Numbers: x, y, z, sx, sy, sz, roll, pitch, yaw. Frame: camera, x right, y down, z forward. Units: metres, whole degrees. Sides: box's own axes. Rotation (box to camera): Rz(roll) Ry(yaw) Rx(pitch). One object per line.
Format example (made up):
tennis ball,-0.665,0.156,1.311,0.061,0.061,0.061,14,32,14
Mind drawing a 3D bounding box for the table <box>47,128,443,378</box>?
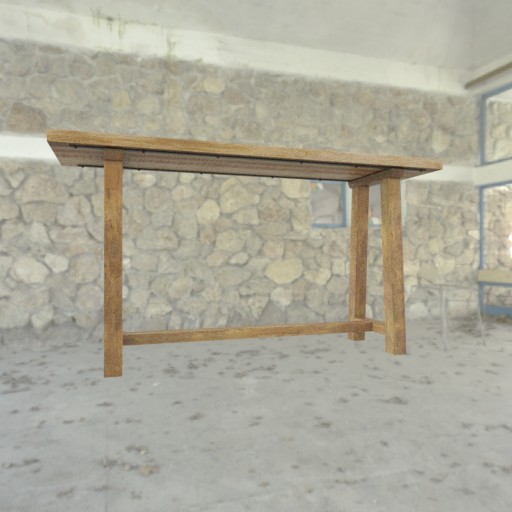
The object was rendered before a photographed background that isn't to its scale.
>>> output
table,0.000,0.000,1.832,1.524,0.810,0.405,0,0,-18
